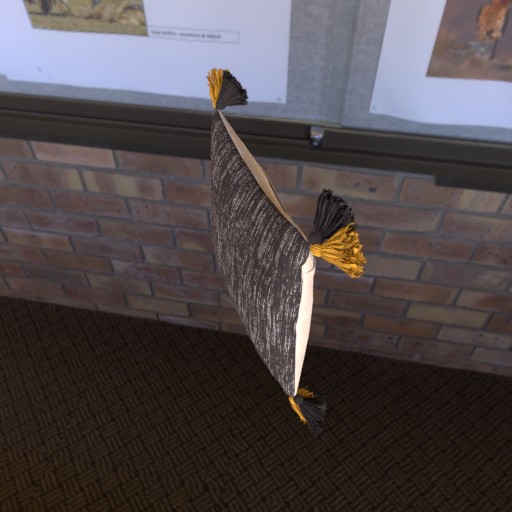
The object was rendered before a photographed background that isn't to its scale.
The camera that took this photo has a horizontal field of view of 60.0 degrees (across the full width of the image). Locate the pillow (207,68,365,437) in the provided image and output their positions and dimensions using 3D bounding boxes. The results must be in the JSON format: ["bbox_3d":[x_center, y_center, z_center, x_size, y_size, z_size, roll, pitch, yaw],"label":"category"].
[{"bbox_3d":[0.000,0.000,0.995,0.139,0.659,0.654,-16,48,-15],"label":"pillow"}]
